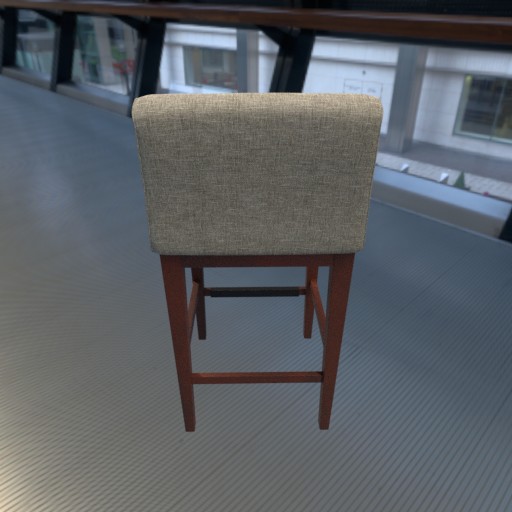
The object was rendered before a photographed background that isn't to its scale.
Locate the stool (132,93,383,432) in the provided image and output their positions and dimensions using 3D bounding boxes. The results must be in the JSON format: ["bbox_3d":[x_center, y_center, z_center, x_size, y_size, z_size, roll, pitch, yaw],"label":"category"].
[{"bbox_3d":[0.000,0.000,1.106,0.417,0.835,0.459,-1,30,-1],"label":"stool"}]
